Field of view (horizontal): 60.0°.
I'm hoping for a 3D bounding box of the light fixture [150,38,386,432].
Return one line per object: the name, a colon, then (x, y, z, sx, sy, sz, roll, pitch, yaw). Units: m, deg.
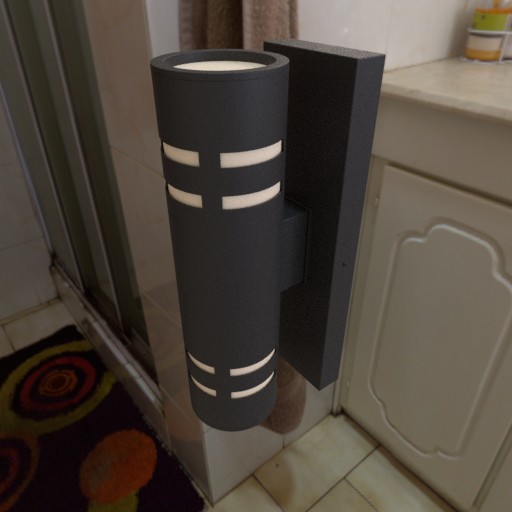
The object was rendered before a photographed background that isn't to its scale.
light fixture: (0.000, 0.000, 0.395, 0.149, 0.330, 0.105, -23, 39, -30)
